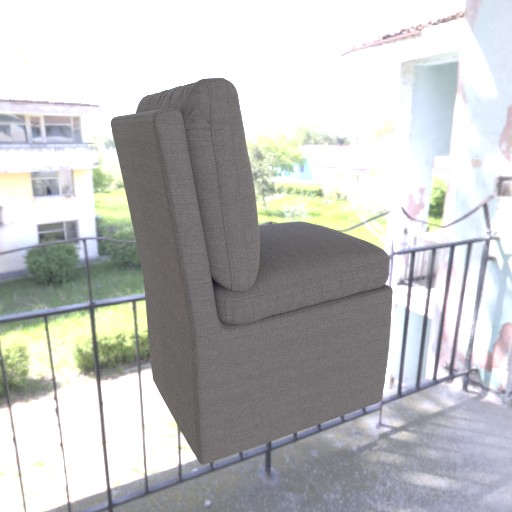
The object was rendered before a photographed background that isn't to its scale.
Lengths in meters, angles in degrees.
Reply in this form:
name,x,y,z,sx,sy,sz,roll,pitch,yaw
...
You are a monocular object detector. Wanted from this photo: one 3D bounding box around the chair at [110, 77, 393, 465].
name,x,y,z,sx,sy,sz,roll,pitch,yaw
chair,0.000,0.000,1.317,0.698,0.927,0.503,-8,18,-27
